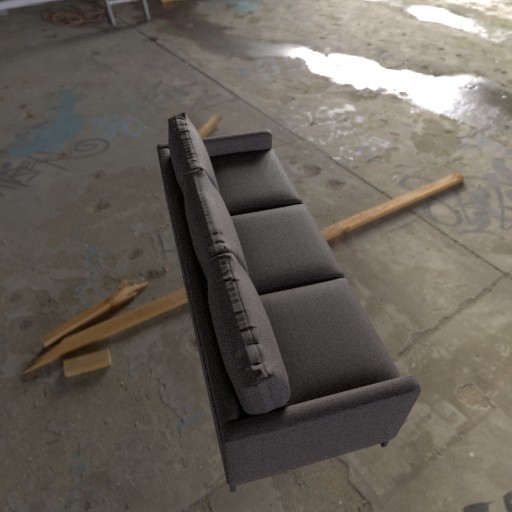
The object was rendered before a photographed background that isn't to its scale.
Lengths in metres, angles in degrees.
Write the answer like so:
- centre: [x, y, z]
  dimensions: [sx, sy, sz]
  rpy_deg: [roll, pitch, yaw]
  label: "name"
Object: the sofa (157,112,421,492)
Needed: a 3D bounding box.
- centre: [0.000, 0.000, 2.636]
  dimensions: [0.876, 0.882, 2.253]
  rpy_deg: [-11, 46, -11]
  label: "sofa"
